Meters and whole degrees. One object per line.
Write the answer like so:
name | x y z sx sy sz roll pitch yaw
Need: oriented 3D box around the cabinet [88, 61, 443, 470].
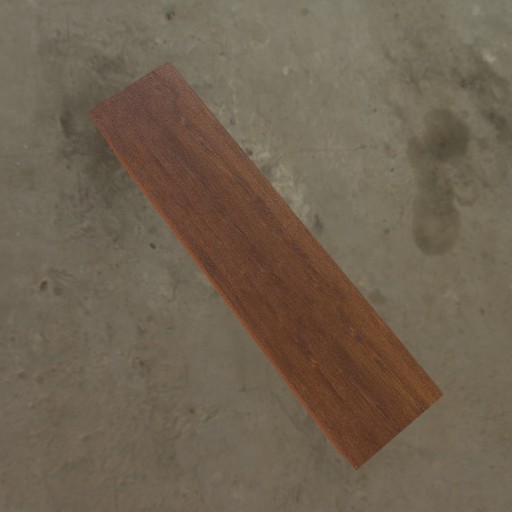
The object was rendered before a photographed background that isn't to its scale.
cabinet | 0.000 0.000 1.837 0.419 0.510 1.600 -36 79 -8
